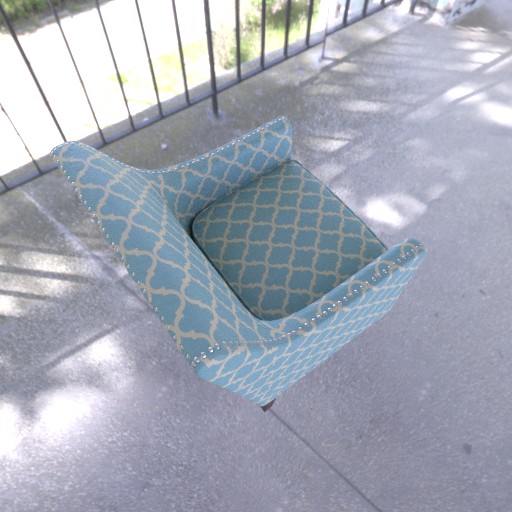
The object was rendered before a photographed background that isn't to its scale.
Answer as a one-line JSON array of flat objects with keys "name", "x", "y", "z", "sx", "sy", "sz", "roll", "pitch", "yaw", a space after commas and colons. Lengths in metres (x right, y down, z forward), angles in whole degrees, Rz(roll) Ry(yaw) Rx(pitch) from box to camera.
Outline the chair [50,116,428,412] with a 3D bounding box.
[{"name": "chair", "x": 0.000, "y": 0.000, "z": 1.276, "sx": 0.686, "sy": 0.817, "sz": 0.617, "roll": -32, "pitch": 65, "yaw": -17}]
